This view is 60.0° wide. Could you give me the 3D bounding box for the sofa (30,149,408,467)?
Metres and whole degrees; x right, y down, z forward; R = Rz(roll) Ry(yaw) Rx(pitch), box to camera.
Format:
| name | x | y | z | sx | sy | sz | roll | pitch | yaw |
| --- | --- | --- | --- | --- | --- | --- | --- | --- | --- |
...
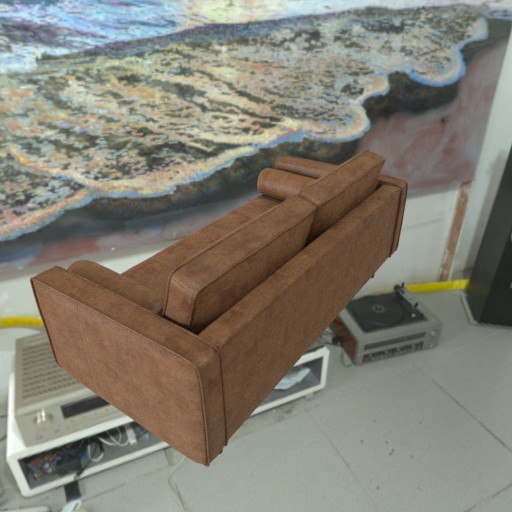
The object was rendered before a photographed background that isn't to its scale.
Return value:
| name | x | y | z | sx | sy | sz | roll | pitch | yaw |
| --- | --- | --- | --- | --- | --- | --- | --- | --- | --- |
| sofa | 0.000 | 0.000 | 2.310 | 0.924 | 0.825 | 1.920 | 20 | 36 | 30 |
